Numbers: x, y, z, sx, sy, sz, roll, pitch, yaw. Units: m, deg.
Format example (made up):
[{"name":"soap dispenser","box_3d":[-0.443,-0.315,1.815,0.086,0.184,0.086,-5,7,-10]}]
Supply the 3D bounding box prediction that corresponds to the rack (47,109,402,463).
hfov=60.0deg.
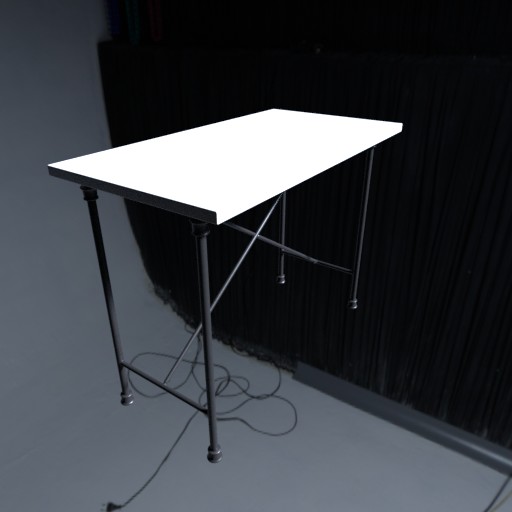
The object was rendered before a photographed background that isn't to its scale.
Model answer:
[{"name":"rack","box_3d":[0.000,0.000,1.703,0.613,0.880,1.159,18,32,31]}]
